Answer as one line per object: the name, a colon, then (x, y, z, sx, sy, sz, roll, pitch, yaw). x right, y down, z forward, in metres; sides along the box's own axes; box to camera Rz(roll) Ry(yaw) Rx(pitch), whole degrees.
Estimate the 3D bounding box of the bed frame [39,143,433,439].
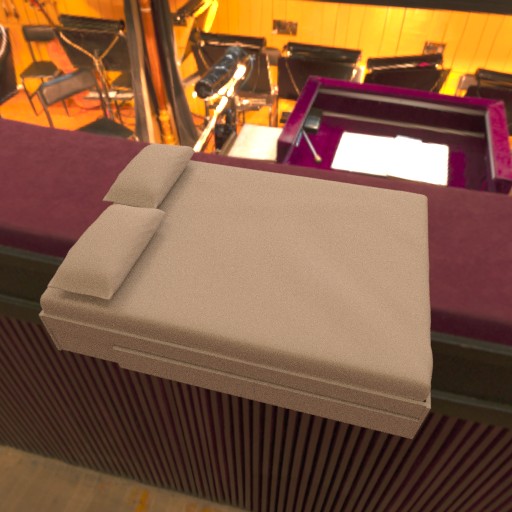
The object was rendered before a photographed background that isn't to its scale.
bed frame: (0.000, 0.000, 2.602, 1.950, 0.629, 1.450, 10, 46, 10)
